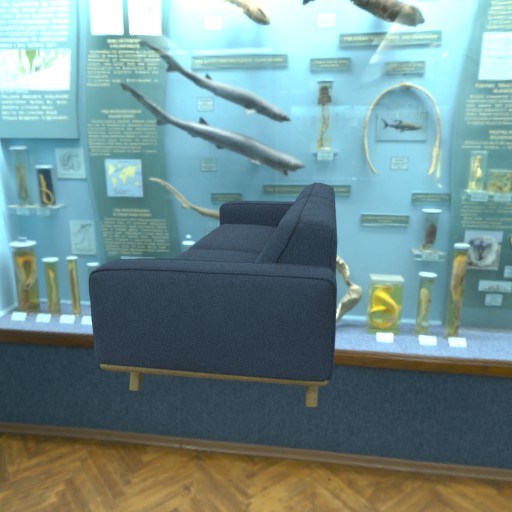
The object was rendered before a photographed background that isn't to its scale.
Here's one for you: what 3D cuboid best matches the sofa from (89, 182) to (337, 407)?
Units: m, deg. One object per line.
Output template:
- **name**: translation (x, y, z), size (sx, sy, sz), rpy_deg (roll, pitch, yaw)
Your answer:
- **sofa**: translation (0.000, 0.000, 2.727), size (0.953, 0.782, 2.270), rpy_deg (2, 14, 9)
